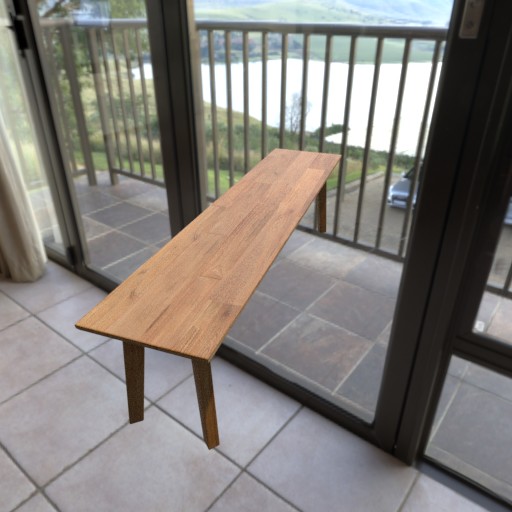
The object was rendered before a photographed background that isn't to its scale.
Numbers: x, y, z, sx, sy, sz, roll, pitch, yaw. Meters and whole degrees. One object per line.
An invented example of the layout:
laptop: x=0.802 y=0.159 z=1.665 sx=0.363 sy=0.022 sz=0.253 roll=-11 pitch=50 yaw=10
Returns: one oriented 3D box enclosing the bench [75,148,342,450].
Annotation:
bench: x=0.000 y=0.000 z=1.879 sx=0.378 sy=0.431 sz=1.698 roll=10 pitch=31 yaw=17
